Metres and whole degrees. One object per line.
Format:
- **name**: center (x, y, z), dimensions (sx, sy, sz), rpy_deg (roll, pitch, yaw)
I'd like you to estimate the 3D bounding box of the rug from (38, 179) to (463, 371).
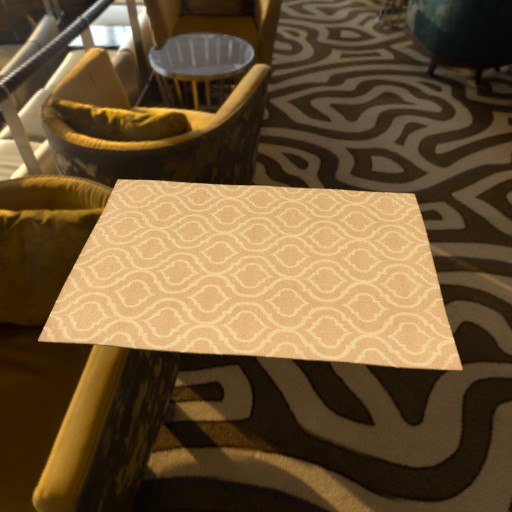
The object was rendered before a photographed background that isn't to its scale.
- **rug**: center (0.000, 0.000, 2.205), dimensions (1.761, 0.013, 1.152), rpy_deg (3, 46, 3)
